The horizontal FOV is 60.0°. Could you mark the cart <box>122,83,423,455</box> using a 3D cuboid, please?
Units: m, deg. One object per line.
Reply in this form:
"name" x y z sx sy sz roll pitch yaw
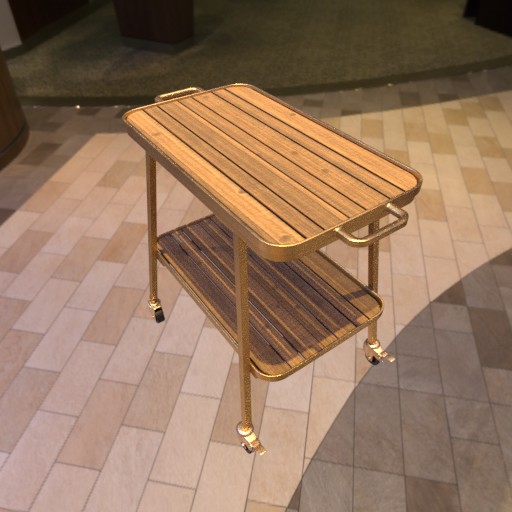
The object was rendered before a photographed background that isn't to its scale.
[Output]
"cart" 0.000 0.000 1.260 0.524 0.700 0.806 -25 47 -26
